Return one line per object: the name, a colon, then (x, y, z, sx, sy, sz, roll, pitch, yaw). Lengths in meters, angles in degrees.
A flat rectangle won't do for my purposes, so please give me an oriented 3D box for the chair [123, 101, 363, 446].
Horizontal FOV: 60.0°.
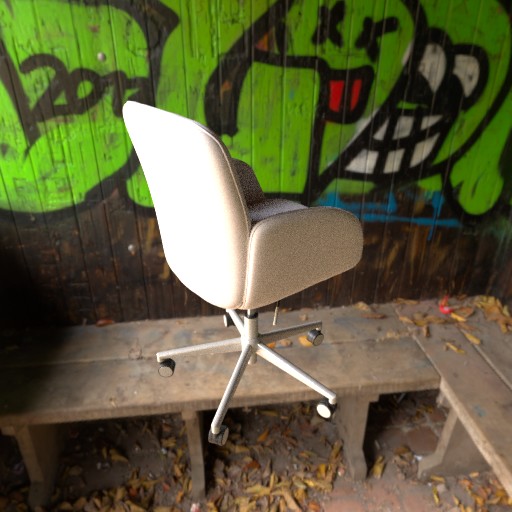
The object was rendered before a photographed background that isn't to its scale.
chair: (0.000, 0.000, 1.398, 0.633, 0.959, 0.648, -18, 33, -31)
